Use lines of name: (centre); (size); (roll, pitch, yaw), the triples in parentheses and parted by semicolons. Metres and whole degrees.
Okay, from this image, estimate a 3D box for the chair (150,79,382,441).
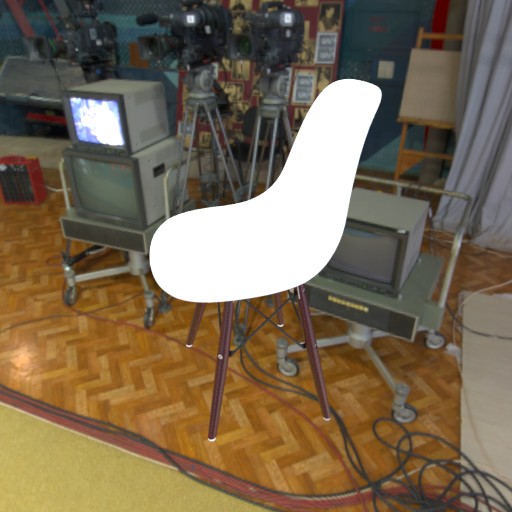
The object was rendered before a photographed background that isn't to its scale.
chair: (0.000, 0.000, 1.150); (0.533, 0.826, 0.470); (-8, 30, -15)
